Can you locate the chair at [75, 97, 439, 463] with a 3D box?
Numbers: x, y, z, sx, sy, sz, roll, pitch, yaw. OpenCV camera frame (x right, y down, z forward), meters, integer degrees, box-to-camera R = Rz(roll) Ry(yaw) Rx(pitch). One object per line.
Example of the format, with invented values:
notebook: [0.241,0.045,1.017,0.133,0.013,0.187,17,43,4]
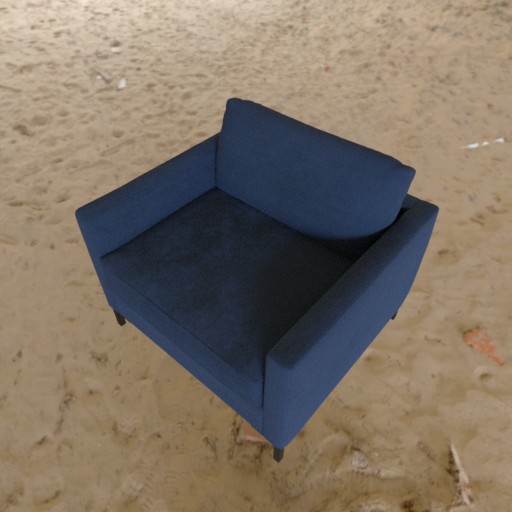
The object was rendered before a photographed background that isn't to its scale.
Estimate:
chair: [0.000,0.000,1.654,0.964,0.812,0.875,31,53,28]
